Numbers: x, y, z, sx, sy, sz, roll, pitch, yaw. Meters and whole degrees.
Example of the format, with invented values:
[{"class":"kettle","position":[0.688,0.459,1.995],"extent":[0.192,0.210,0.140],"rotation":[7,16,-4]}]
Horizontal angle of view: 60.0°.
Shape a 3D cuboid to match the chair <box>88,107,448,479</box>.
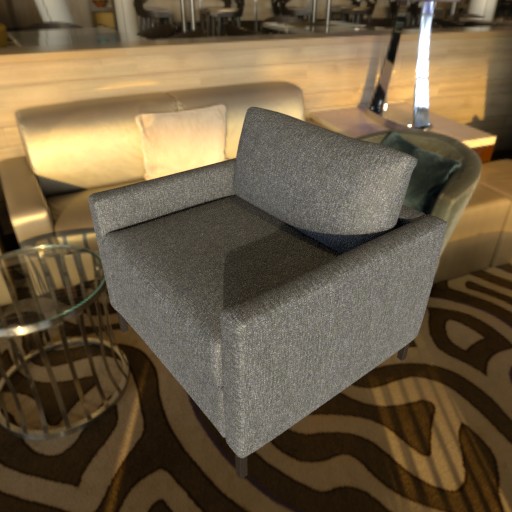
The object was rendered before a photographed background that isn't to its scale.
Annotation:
[{"class":"chair","position":[0.000,0.000,1.613],"extent":[0.866,0.861,0.963],"rotation":[-22,38,-32]}]
